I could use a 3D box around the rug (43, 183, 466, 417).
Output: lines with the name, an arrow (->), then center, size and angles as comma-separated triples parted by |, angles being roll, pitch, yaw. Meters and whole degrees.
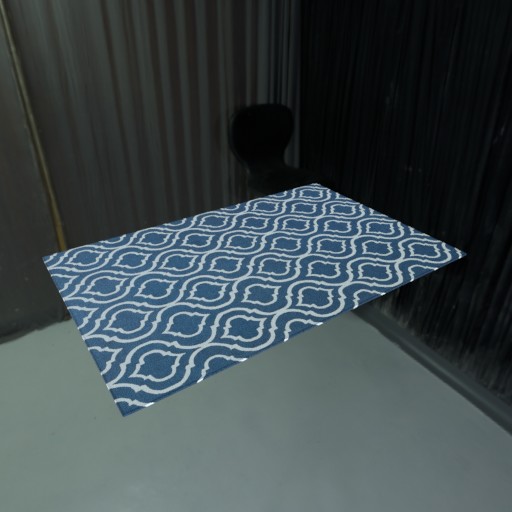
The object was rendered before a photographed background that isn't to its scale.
rug -> 0.000, 0.000, 2.182 | 1.753, 0.010, 1.143 | -19, 36, -29
